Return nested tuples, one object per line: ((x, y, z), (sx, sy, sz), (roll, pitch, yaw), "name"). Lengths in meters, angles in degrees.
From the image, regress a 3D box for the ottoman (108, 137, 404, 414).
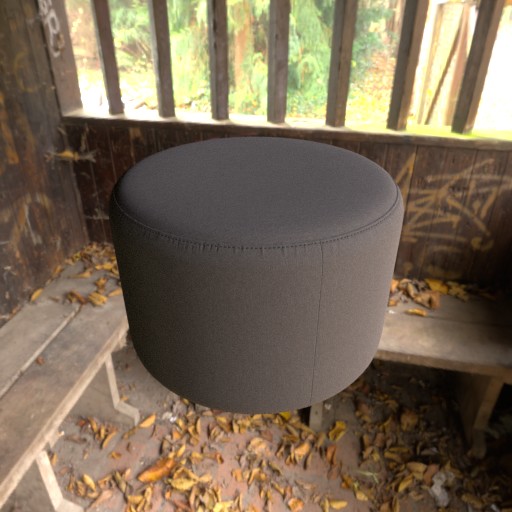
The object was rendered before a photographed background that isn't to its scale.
((0.000, 0.000, 1.022), (0.608, 0.433, 0.608), (0, 30, 0), "ottoman")
